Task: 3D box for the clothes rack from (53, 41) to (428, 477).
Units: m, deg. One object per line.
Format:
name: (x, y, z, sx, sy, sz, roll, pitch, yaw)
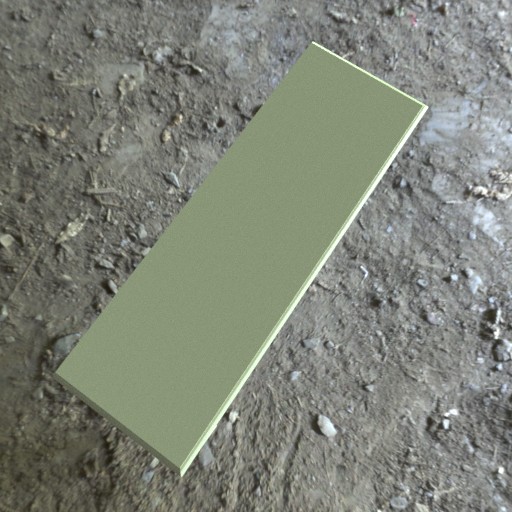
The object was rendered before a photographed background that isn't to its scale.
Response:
clothes rack: (0.000, 0.000, 1.470, 0.405, 0.558, 1.218, 34, 78, 8)
